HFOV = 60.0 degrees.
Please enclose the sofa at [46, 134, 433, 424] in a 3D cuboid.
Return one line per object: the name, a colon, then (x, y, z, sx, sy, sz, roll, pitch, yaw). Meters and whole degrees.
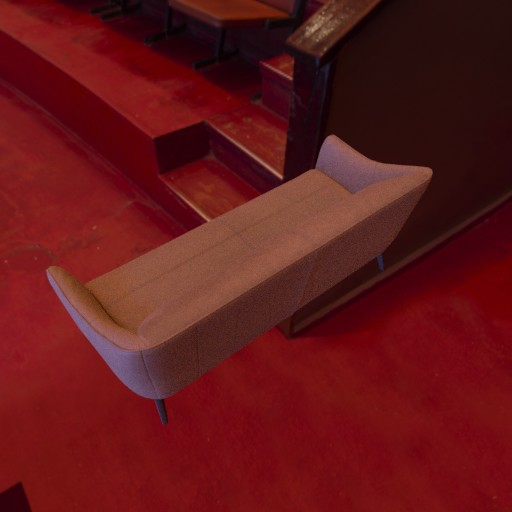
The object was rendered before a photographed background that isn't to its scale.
sofa: (0.000, 0.000, 2.436, 1.928, 0.830, 0.869, -30, 53, -25)
